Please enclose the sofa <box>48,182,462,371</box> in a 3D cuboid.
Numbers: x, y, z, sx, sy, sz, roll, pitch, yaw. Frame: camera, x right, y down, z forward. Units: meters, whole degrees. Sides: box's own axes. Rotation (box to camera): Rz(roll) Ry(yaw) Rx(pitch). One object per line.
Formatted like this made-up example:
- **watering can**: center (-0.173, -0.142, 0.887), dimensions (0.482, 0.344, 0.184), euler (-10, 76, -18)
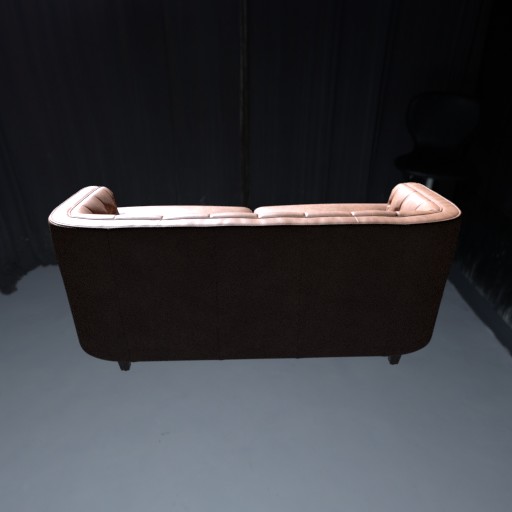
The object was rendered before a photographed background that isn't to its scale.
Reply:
- **sofa**: center (0.000, 0.000, 2.200), dimensions (1.755, 0.786, 0.914), euler (-1, 30, -2)
